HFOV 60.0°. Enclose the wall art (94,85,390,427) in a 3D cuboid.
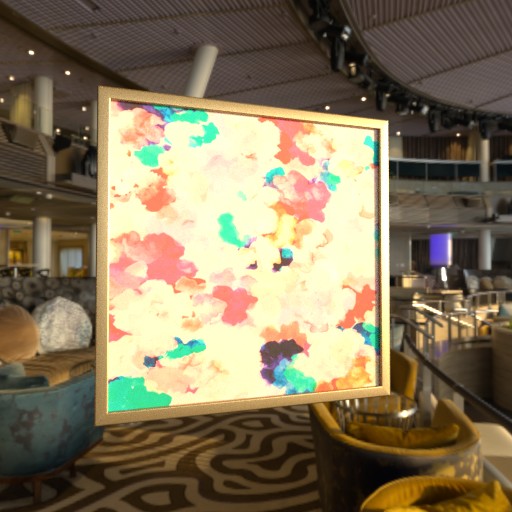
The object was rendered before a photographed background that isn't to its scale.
[{"bbox_3d":[0.000,0.000,1.129,0.767,0.765,0.036,0,-1,-18],"label":"wall art"}]
